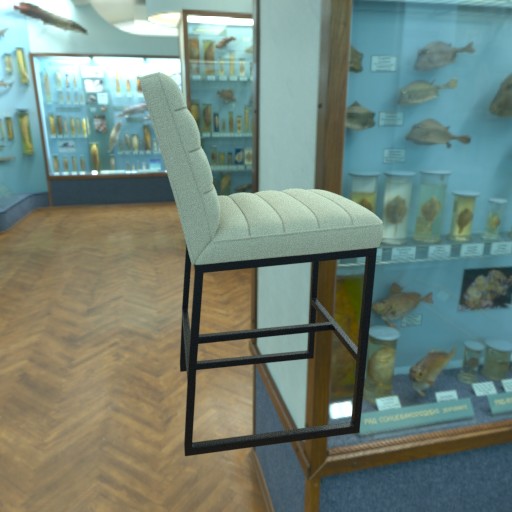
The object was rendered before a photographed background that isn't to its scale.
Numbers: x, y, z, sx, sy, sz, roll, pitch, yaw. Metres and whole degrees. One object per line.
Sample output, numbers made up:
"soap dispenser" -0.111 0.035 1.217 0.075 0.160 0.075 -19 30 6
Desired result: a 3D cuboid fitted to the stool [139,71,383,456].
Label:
"stool" 0.000 0.000 1.270 0.560 0.940 0.460 -3 17 -10
